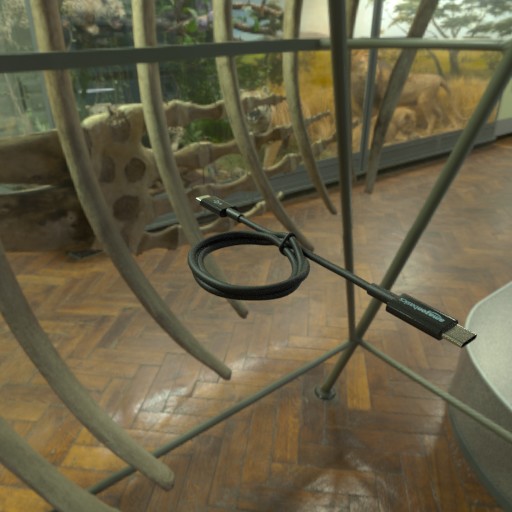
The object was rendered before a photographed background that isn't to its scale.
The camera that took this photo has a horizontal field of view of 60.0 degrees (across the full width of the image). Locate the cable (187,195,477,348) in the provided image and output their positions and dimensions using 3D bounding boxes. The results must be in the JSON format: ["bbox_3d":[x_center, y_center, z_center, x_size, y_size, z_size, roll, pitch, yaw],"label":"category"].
[{"bbox_3d":[0.000,0.000,0.227,0.070,0.014,0.203,-19,32,-32],"label":"cable"}]
